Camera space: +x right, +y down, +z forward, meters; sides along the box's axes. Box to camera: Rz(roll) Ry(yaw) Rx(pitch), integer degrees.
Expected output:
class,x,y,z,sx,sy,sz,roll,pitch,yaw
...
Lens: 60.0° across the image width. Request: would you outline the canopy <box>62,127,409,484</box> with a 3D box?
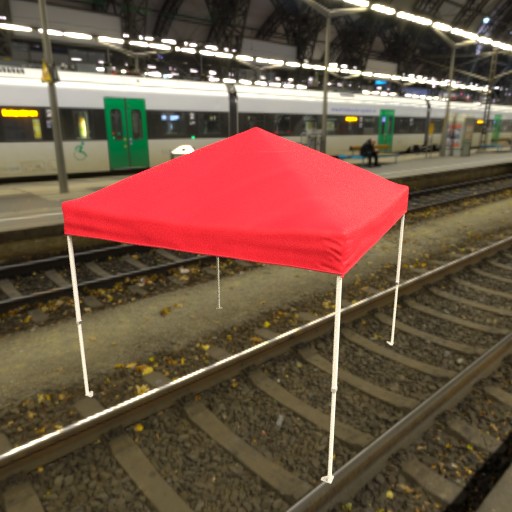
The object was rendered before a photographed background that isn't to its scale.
class,x,y,z,sx,sy,sz,roll,pitch,yaw
canopy,0.000,0.000,5.369,2.996,2.997,2.998,8,18,26
